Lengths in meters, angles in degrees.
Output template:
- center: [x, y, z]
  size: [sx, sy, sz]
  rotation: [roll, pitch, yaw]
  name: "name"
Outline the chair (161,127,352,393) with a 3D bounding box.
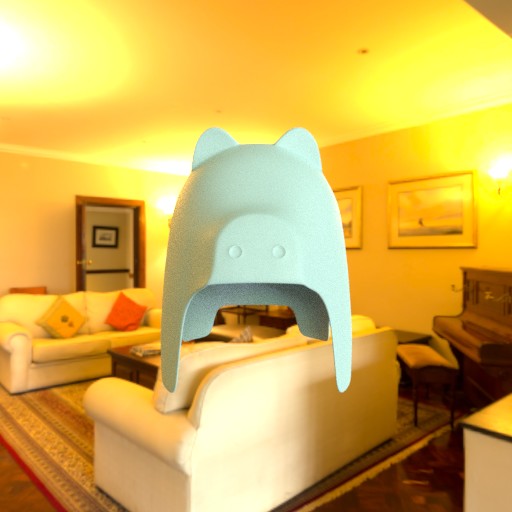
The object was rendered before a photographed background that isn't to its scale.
- center: [0.000, 0.000, 0.870]
  size: [0.364, 0.423, 0.619]
  rotation: [0, 0, 0]
  name: "chair"
